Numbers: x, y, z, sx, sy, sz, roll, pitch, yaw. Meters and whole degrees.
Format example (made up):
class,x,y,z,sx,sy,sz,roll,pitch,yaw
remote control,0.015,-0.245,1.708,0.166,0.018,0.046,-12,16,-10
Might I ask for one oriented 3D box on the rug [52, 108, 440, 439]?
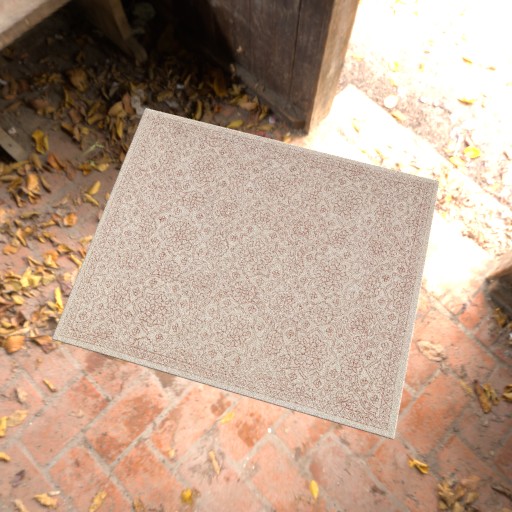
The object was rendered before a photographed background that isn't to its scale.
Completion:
class,x,y,z,sx,sy,sz,roll,pitch,yaw
rug,0.000,0.000,4.117,3.050,0.015,2.441,15,74,4
